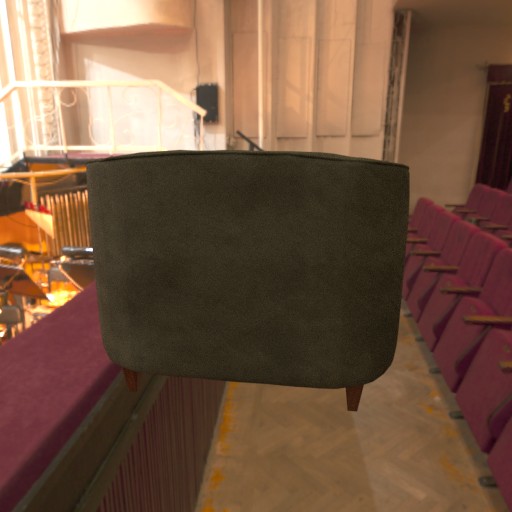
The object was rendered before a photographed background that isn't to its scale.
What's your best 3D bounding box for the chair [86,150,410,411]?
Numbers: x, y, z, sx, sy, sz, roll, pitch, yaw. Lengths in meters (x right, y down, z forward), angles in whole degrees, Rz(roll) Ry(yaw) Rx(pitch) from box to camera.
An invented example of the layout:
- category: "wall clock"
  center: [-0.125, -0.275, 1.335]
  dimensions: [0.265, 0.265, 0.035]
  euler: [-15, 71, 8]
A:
- category: "chair"
  center: [0.000, 0.000, 1.787]
  dimensions: [1.104, 0.852, 0.941]
  euler: [2, 15, 9]
